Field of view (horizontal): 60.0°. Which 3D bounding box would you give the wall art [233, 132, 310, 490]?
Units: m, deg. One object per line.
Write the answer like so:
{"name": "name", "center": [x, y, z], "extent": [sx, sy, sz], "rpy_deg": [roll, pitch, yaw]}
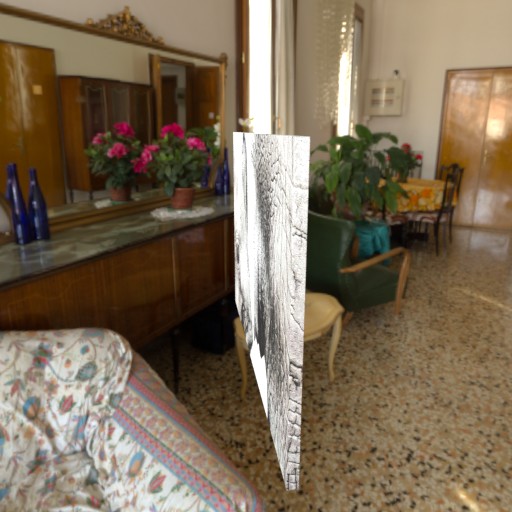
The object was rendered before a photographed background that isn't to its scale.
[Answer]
{"name": "wall art", "center": [0.000, 0.000, 1.140], "extent": [0.023, 0.607, 0.914], "rpy_deg": [-2, 16, -8]}
